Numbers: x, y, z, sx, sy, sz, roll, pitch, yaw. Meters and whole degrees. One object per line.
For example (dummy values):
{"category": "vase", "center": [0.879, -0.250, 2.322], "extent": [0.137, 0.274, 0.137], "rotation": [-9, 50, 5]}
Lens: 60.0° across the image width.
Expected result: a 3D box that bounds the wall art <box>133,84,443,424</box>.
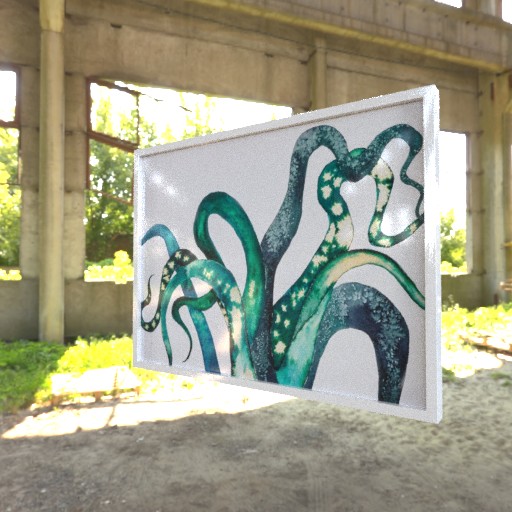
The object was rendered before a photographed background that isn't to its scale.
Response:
{"category": "wall art", "center": [0.000, 0.000, 1.339], "extent": [1.041, 0.787, 0.053], "rotation": [-1, -2, 34]}
